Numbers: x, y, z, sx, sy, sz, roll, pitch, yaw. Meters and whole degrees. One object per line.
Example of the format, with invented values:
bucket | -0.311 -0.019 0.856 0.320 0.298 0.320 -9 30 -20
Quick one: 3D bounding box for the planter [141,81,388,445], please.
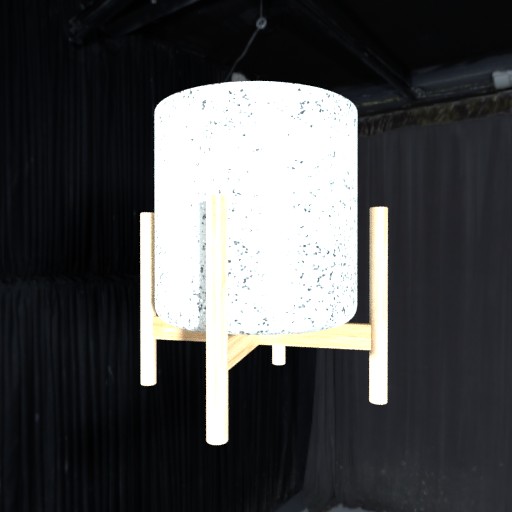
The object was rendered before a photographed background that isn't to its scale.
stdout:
planter | 0.000 0.000 0.681 0.360 0.419 0.360 0 1 37
